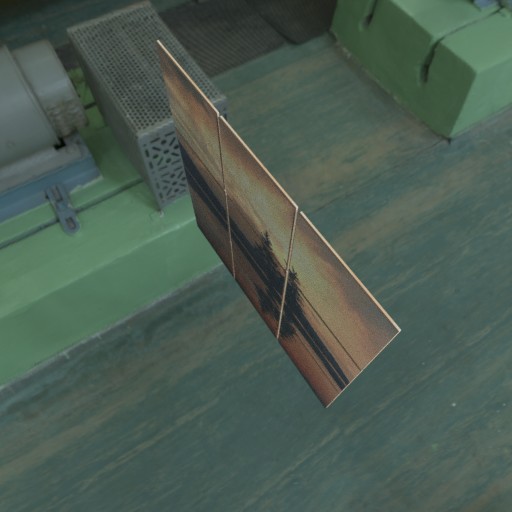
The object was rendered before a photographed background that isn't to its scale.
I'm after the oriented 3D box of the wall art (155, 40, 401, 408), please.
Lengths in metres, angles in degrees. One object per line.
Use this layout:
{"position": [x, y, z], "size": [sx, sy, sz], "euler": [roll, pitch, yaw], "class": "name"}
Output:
{"position": [0.000, 0.000, 1.809], "size": [0.013, 1.218, 1.216], "euler": [-31, 67, -14], "class": "wall art"}
